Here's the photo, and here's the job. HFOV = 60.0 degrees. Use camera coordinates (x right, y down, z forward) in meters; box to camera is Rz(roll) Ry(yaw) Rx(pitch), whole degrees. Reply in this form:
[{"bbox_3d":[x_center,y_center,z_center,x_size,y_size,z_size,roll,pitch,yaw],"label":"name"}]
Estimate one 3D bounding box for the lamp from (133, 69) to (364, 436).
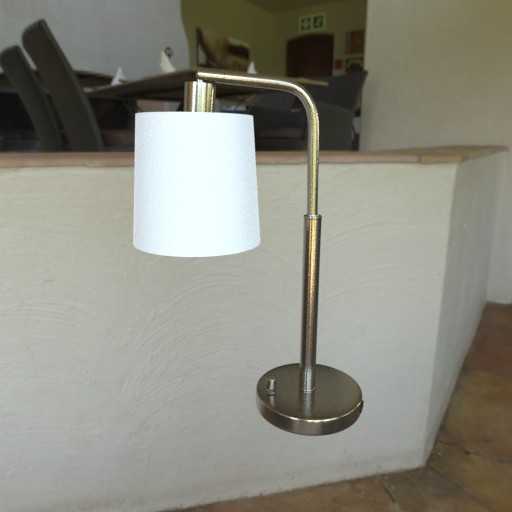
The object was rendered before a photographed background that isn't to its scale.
[{"bbox_3d":[0.000,0.000,0.626,0.333,0.489,0.171,-2,15,-8],"label":"lamp"}]
